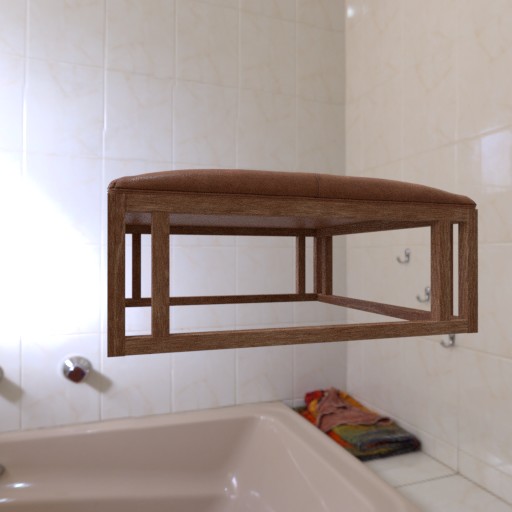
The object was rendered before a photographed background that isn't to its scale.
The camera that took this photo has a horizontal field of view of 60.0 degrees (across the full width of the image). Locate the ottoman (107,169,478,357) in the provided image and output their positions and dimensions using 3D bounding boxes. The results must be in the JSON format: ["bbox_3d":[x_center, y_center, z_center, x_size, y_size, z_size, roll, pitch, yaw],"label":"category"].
[{"bbox_3d":[0.000,0.000,1.593,1.013,0.442,1.016,0,0,-18],"label":"ottoman"}]
